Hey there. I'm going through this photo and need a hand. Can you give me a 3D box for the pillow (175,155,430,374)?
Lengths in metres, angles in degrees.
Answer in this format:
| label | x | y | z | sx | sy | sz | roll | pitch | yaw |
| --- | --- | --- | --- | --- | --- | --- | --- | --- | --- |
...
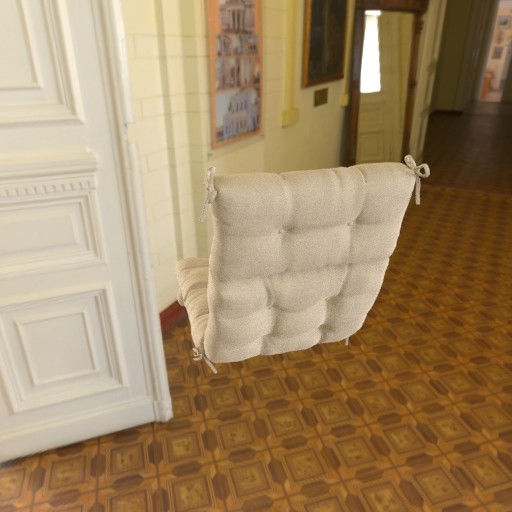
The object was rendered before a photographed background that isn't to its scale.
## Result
| label | x | y | z | sx | sy | sz | roll | pitch | yaw |
| --- | --- | --- | --- | --- | --- | --- | --- | --- | --- |
| pillow | 0.000 | 0.000 | 1.516 | 0.526 | 0.863 | 1.016 | -7 | 27 | -15 |
